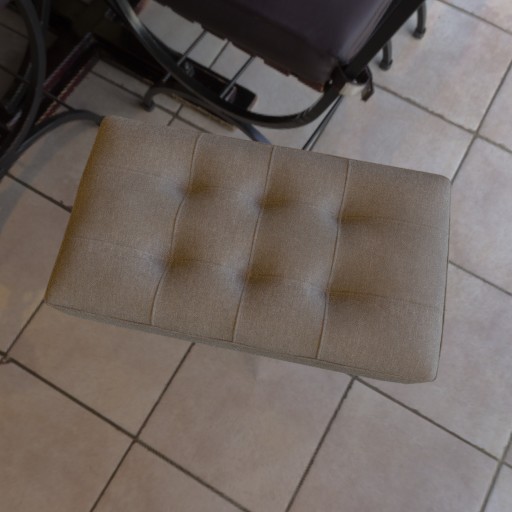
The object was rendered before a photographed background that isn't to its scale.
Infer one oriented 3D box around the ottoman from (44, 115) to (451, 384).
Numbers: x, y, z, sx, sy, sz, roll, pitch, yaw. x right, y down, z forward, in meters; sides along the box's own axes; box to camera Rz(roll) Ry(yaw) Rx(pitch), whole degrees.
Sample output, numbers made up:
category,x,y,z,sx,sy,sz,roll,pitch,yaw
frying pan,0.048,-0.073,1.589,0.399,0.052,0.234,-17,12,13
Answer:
category,x,y,z,sx,sy,sz,roll,pitch,yaw
ottoman,0.000,0.000,1.496,1.143,0.514,0.648,11,75,3
